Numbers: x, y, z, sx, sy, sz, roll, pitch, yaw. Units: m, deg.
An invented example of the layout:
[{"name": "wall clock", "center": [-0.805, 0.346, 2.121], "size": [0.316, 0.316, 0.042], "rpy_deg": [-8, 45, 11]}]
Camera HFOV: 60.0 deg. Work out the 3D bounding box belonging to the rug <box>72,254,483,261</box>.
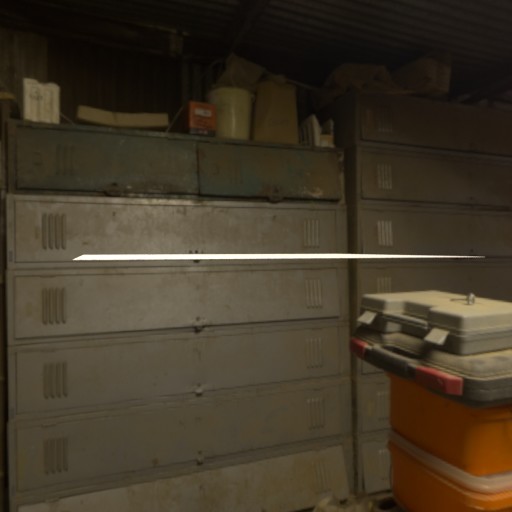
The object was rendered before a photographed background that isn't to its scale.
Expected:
[{"name": "rug", "center": [0.000, 0.000, 4.319], "size": [3.197, 0.006, 2.438], "rpy_deg": [0, 1, -20]}]
